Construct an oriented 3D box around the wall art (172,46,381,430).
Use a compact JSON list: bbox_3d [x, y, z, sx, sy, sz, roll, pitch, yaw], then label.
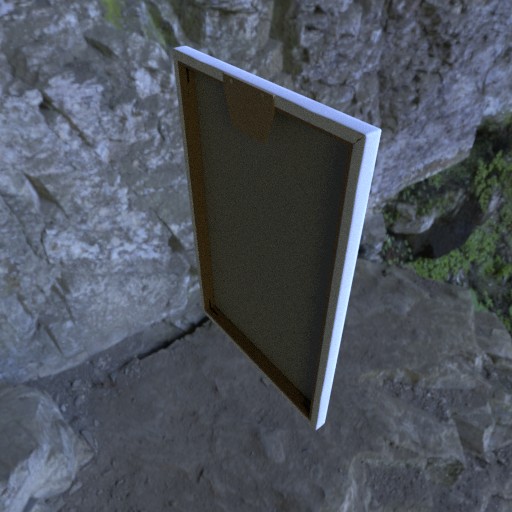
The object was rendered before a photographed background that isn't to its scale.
[{"bbox_3d":[0.000,0.000,1.179,0.048,0.916,0.602,-27,47,-28],"label":"wall art"}]
